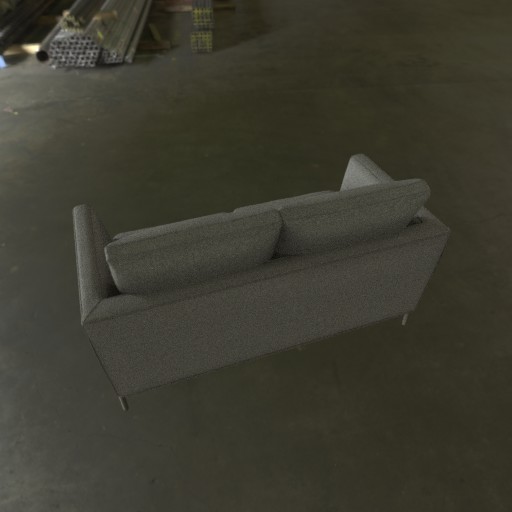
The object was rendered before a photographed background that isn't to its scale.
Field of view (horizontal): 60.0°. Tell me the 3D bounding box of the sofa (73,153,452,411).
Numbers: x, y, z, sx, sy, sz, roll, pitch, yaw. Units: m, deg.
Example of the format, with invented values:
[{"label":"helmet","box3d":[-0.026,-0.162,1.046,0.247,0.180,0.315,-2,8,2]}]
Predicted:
[{"label":"sofa","box3d":[0.000,0.000,2.193,1.594,0.924,0.803,-13,42,-15]}]
